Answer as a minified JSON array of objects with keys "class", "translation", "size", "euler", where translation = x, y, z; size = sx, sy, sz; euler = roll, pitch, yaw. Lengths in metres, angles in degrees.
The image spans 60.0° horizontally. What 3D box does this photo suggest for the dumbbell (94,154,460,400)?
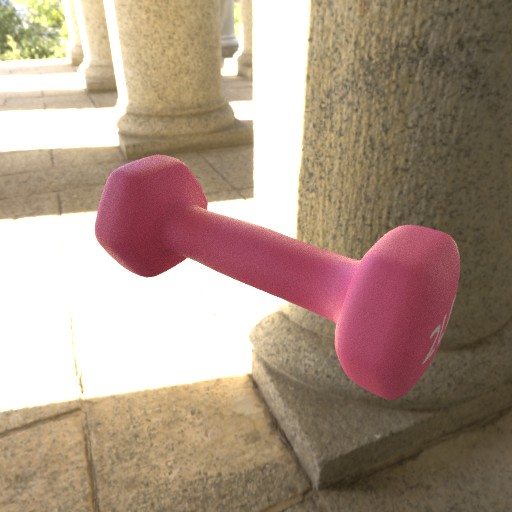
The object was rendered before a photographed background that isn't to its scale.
[{"class":"dumbbell","translation":[0.000,0.000,0.176],"size":[0.146,0.053,0.058],"euler":[21,37,31]}]
